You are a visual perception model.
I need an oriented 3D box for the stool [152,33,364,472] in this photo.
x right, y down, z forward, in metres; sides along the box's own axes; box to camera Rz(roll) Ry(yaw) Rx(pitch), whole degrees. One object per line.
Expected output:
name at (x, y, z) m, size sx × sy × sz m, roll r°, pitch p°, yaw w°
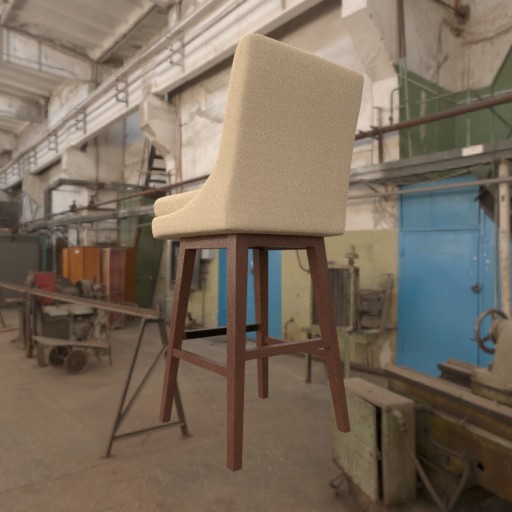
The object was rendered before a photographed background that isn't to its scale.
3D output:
stool at (0.000, 0.000, 1.403) m, size 0.483 × 1.093 × 0.559 m, roll 0°, pitch 0°, yaw -37°
